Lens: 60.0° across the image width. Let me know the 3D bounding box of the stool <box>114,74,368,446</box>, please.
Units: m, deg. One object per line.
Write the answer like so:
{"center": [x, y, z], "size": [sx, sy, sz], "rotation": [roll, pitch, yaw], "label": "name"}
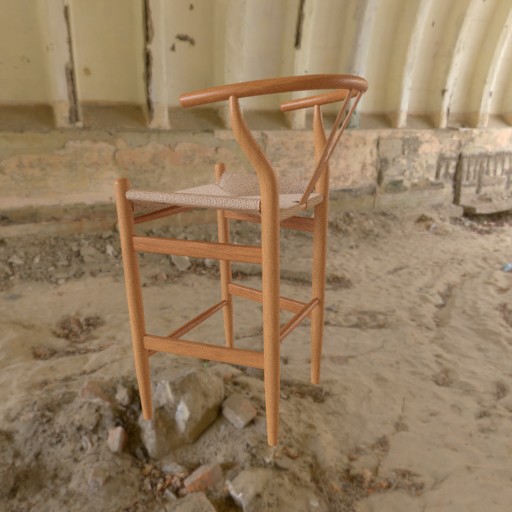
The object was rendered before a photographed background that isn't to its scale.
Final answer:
{"center": [0.000, 0.000, 1.318], "size": [0.579, 0.970, 0.569], "rotation": [9, 19, 26], "label": "stool"}
